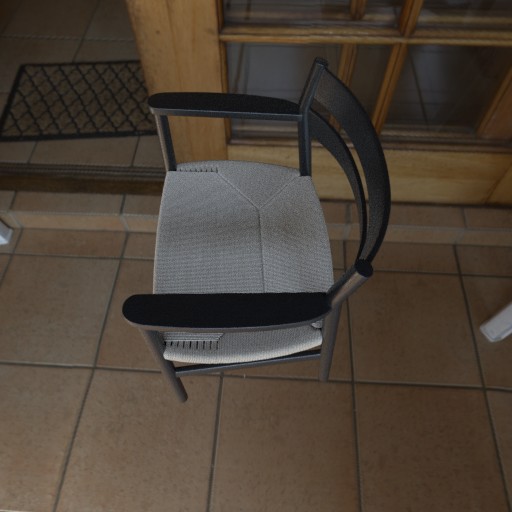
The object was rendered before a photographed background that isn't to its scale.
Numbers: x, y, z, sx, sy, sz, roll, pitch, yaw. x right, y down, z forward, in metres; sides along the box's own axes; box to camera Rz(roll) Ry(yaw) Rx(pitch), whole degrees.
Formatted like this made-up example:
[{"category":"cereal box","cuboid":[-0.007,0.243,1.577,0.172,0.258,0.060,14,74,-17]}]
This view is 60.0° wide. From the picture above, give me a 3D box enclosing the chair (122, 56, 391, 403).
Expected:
[{"category":"chair","cuboid":[0.000,0.000,1.170,0.508,0.775,0.630,-2,58,-1]}]
